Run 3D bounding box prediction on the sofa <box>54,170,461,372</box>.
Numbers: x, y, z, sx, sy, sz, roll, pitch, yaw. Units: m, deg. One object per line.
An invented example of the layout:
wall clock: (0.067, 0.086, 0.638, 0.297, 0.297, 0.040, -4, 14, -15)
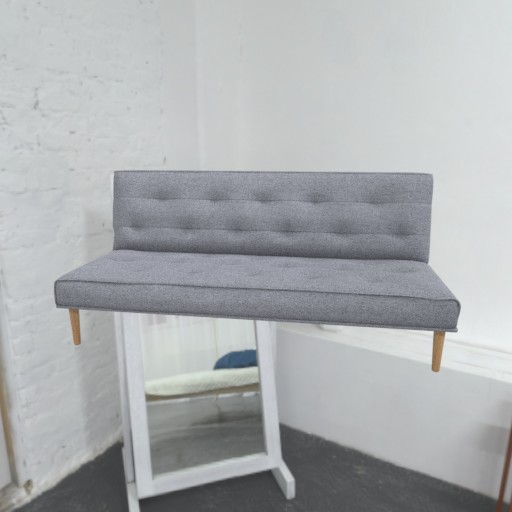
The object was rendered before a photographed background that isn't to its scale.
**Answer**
sofa: (0.000, 0.000, 2.289, 1.820, 0.830, 0.810, 2, 14, 9)
